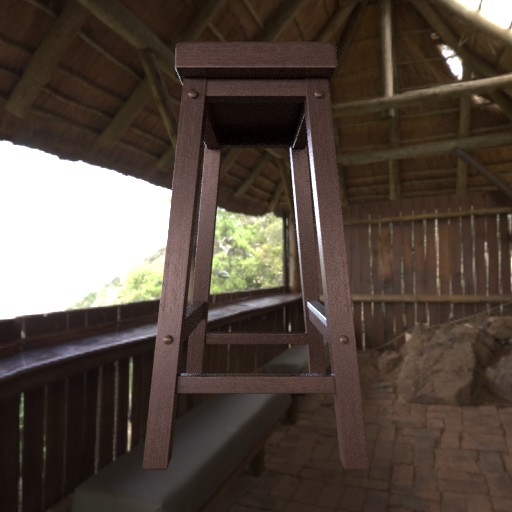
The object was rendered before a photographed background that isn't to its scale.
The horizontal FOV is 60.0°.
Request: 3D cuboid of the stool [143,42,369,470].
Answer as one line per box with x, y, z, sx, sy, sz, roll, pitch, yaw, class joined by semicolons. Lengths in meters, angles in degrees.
0.000;0.000;0.832;0.322;0.610;0.406;0;0;0;stool
